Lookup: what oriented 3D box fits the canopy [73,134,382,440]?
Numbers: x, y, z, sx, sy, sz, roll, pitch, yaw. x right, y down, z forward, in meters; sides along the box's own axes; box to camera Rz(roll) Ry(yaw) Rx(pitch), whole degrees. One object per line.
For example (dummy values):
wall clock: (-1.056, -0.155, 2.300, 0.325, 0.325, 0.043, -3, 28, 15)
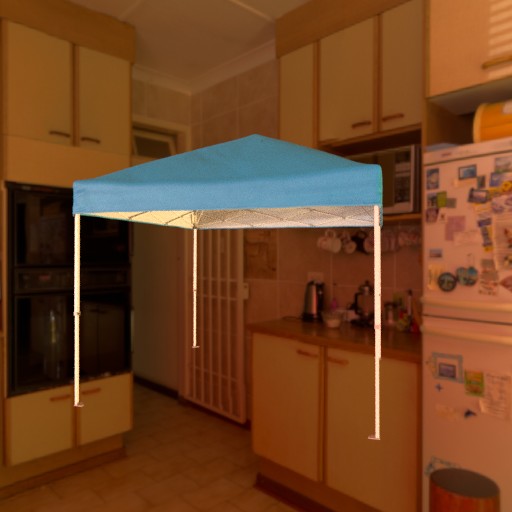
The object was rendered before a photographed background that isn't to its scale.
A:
canopy: (0.000, 0.000, 5.464, 2.996, 2.997, 2.998, 0, 0, 16)
